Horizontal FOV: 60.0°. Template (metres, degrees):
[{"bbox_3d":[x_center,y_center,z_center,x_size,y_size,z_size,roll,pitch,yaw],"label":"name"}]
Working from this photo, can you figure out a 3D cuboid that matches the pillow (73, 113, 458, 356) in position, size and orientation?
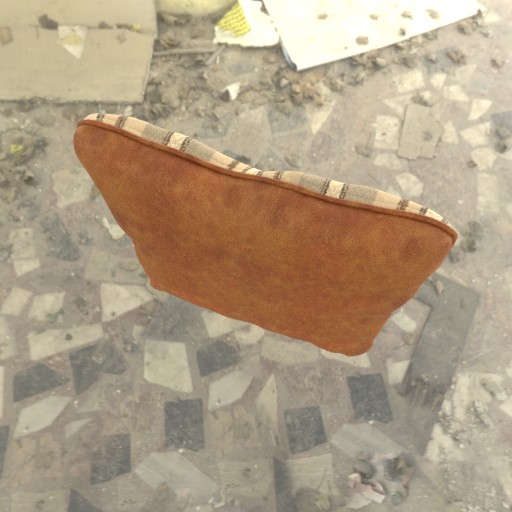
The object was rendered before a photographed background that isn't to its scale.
[{"bbox_3d":[0.000,0.000,0.731,0.489,0.490,0.130,18,65,9],"label":"pillow"}]
